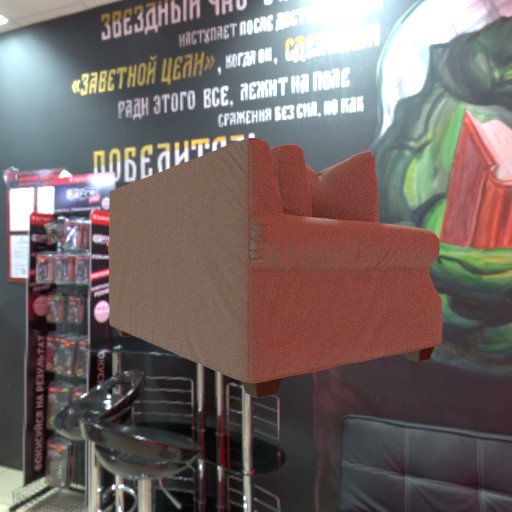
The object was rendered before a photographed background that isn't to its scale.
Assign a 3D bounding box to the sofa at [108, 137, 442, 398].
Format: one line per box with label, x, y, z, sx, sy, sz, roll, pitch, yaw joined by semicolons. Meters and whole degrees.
sofa;0.000;0.000;2.237;1.070;0.905;1.550;0;0;-35
